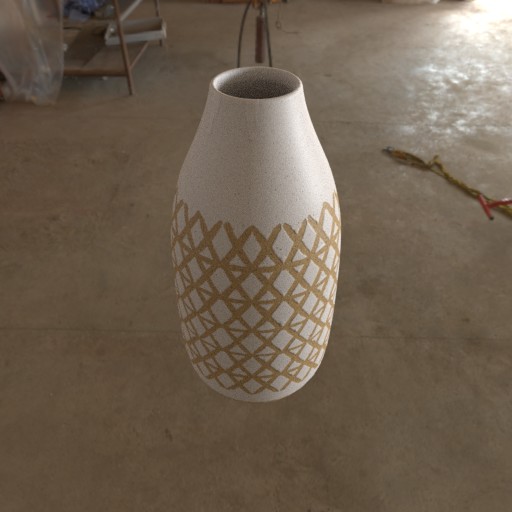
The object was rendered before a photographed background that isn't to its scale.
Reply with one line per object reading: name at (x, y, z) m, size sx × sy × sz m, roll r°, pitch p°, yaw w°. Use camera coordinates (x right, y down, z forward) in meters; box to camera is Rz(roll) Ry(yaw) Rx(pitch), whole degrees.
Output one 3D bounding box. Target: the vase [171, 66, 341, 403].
vase at (0.000, 0.000, 0.487) m, size 0.186 × 0.380 × 0.186 m, roll 0°, pitch 42°, yaw 0°
